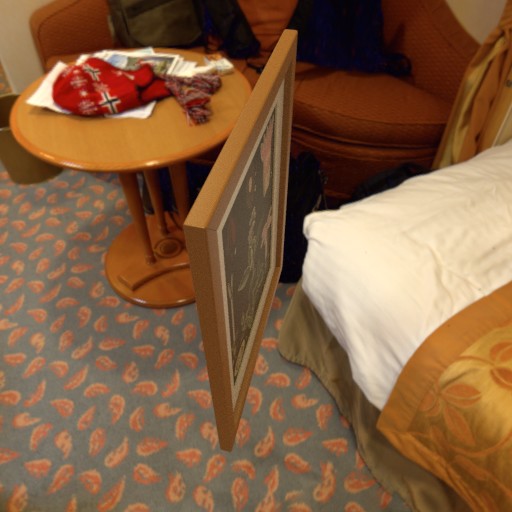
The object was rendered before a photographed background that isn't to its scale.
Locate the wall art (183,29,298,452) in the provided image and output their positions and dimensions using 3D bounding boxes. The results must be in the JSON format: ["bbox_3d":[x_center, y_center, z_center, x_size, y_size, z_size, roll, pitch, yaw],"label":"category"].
[{"bbox_3d":[0.000,0.000,0.505,0.015,0.379,0.310,10,48,9],"label":"wall art"}]
